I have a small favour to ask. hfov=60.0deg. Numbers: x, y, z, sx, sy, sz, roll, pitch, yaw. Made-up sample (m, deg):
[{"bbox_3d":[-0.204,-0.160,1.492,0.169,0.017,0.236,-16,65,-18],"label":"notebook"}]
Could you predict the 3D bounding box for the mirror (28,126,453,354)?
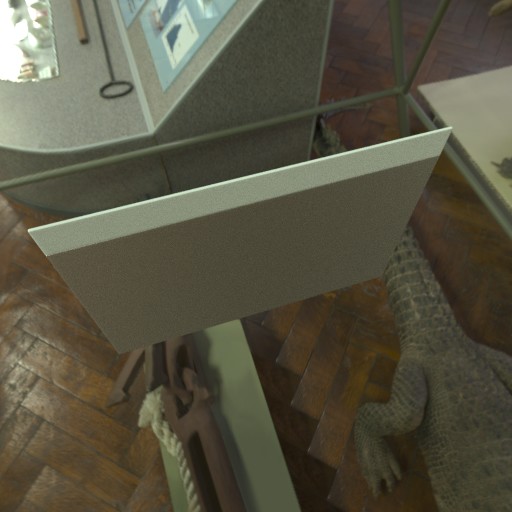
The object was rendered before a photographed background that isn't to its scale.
[{"bbox_3d":[0.000,0.000,1.140,0.870,0.630,0.030,-15,59,-10],"label":"mirror"}]
